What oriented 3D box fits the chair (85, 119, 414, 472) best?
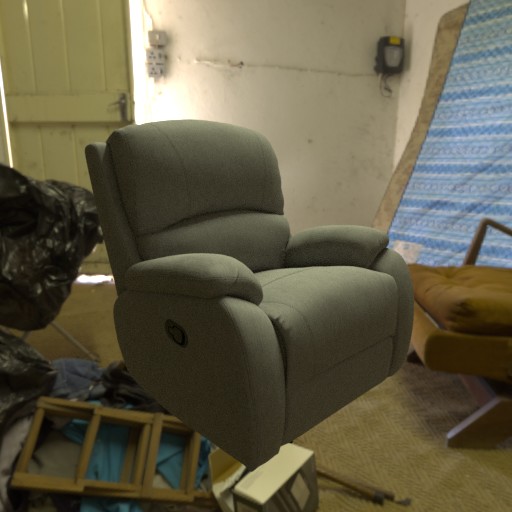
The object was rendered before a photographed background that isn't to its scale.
[{"bbox_3d":[0.000,0.000,1.665,0.899,1.011,0.930,13,18,44],"label":"chair"}]
